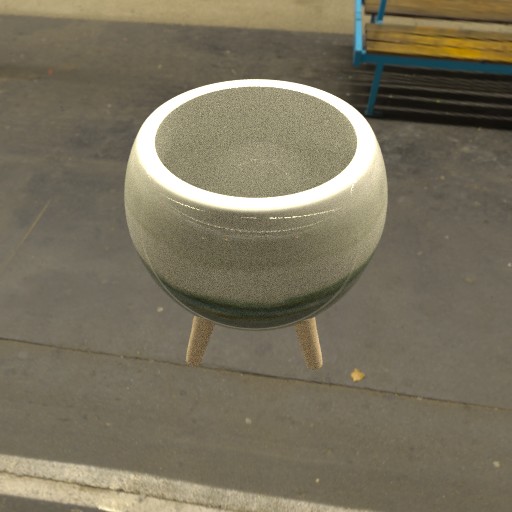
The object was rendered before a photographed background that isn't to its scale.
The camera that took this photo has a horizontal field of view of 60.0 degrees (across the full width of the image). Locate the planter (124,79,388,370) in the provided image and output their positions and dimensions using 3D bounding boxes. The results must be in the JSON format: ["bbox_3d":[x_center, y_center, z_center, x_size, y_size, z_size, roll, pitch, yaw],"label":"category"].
[{"bbox_3d":[0.000,0.000,0.441,0.222,0.278,0.222,0,47,0],"label":"planter"}]
